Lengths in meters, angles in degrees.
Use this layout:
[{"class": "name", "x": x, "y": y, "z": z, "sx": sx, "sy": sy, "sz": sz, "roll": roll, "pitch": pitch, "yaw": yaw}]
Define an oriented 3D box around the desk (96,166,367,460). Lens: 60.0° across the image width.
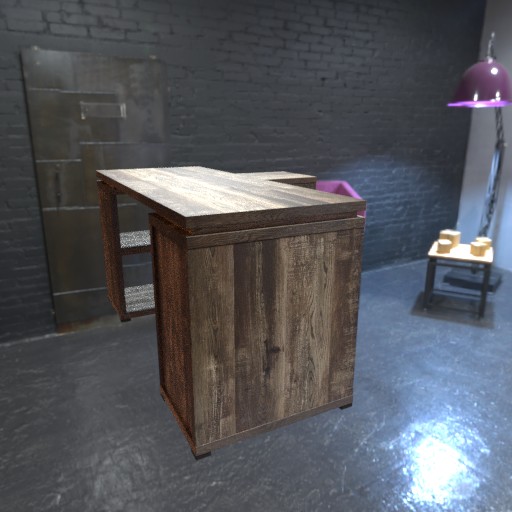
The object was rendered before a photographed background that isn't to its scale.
[{"class": "desk", "x": 0.000, "y": 0.000, "z": 2.161, "sx": 1.200, "sy": 0.753, "sz": 1.524, "roll": -8, "pitch": 18, "yaw": -26}]
